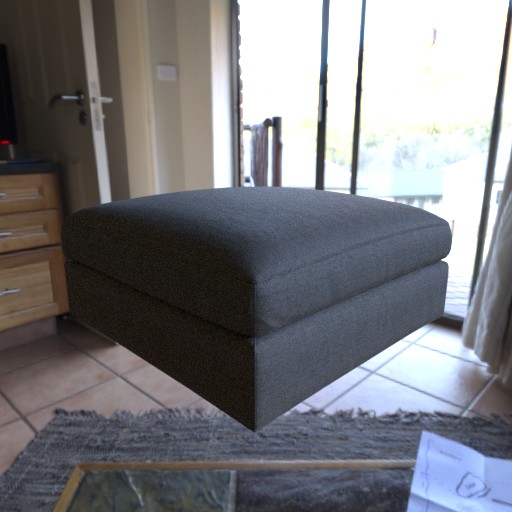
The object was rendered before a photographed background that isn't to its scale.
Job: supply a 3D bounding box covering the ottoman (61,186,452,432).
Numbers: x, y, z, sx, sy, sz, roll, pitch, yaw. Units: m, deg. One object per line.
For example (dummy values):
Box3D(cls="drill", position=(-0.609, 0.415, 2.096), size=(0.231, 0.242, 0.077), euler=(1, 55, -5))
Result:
Box3D(cls="ottoman", position=(0.000, 0.000, 1.641), size=(1.041, 0.470, 1.041), euler=(-14, 20, -43))
